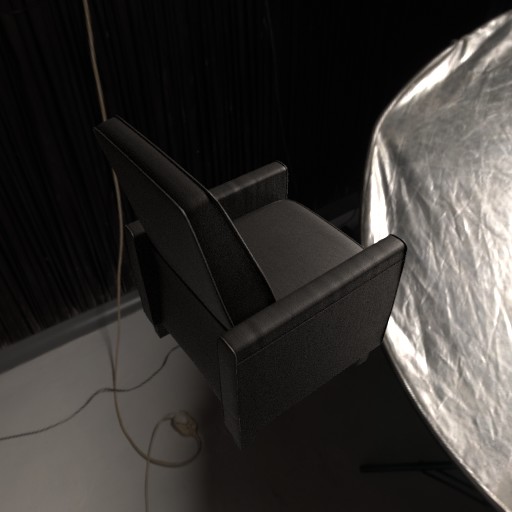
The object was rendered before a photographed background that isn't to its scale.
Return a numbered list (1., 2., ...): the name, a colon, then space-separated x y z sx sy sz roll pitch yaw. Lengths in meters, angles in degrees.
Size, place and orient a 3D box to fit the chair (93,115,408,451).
1. chair: 0.000 0.000 1.529 0.746 1.013 0.705 -26 47 -27
